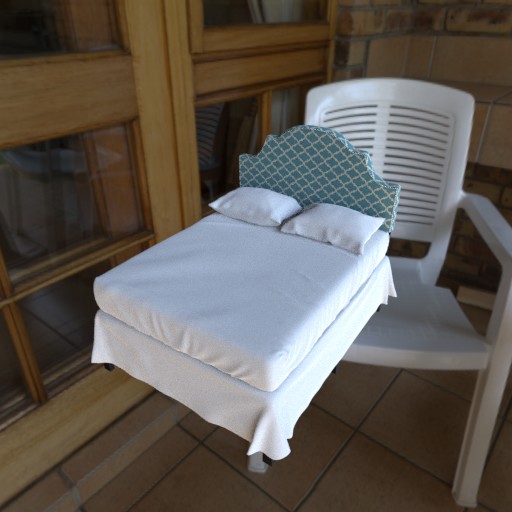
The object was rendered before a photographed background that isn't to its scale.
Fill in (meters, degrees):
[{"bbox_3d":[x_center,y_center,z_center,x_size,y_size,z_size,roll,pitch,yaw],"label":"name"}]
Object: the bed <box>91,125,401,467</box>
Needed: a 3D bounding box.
[{"bbox_3d":[0.000,0.000,3.487,1.780,1.633,2.222,18,35,29],"label":"bed"}]
